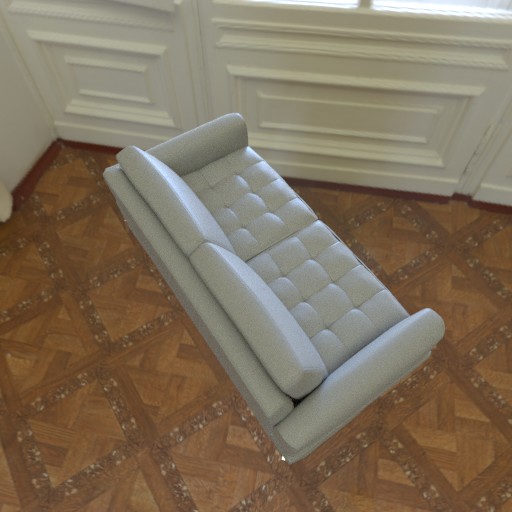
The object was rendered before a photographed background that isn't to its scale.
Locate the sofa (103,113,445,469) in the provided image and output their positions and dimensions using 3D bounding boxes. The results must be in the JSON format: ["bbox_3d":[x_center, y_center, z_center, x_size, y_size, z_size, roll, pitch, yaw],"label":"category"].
[{"bbox_3d":[0.000,0.000,2.802,1.121,0.930,2.177,-30,63,-18],"label":"sofa"}]
